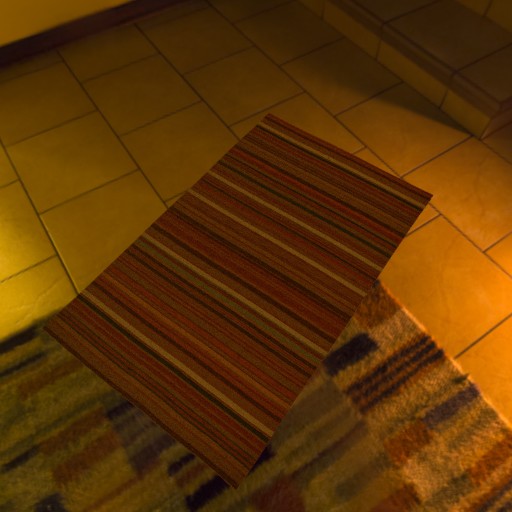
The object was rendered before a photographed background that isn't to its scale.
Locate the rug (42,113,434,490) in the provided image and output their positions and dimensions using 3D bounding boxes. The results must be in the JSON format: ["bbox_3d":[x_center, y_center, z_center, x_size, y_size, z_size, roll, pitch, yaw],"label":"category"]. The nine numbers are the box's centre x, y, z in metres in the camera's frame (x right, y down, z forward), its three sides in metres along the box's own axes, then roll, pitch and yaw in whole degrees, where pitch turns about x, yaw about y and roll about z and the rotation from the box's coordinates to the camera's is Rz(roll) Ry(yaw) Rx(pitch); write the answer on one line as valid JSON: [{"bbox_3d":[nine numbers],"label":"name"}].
[{"bbox_3d":[0.000,0.000,3.040,1.523,0.008,2.438,32,64,18],"label":"rug"}]
